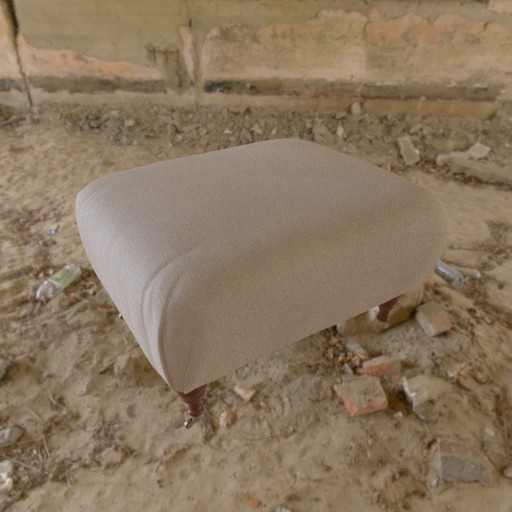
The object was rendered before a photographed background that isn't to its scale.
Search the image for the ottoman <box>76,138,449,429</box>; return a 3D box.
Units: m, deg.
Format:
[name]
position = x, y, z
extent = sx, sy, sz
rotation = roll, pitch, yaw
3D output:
[ottoman]
position = 0.000, 0.000, 1.131
extent = 0.746, 0.450, 0.622
rotation = -19, 36, -28
